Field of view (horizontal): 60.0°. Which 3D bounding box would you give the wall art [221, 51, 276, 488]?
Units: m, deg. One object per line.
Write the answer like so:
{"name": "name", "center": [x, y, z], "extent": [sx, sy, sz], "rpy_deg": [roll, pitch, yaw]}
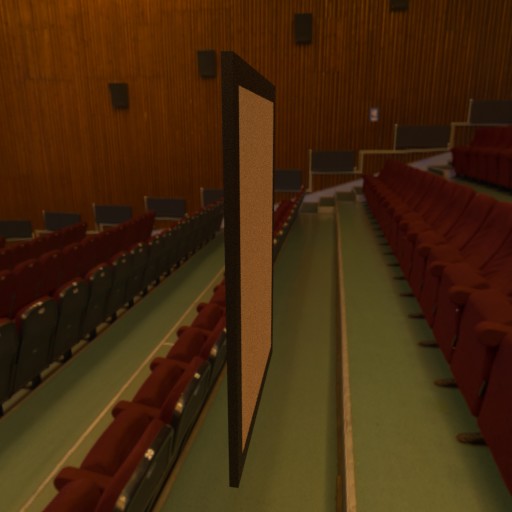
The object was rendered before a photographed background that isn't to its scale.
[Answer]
{"name": "wall art", "center": [0.000, 0.000, 0.697], "extent": [0.013, 0.534, 0.381], "rpy_deg": [2, 16, 9]}
